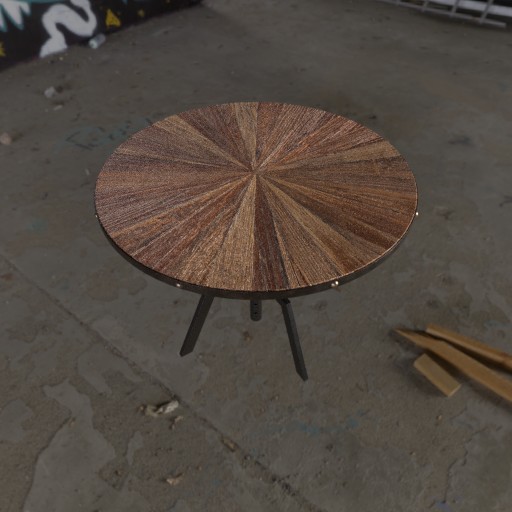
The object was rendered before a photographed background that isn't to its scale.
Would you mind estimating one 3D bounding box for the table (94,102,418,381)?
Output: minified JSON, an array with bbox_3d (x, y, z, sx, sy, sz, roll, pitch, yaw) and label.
[{"bbox_3d":[0.000,0.000,1.477,0.885,0.658,0.885,0,44,0],"label":"table"}]
